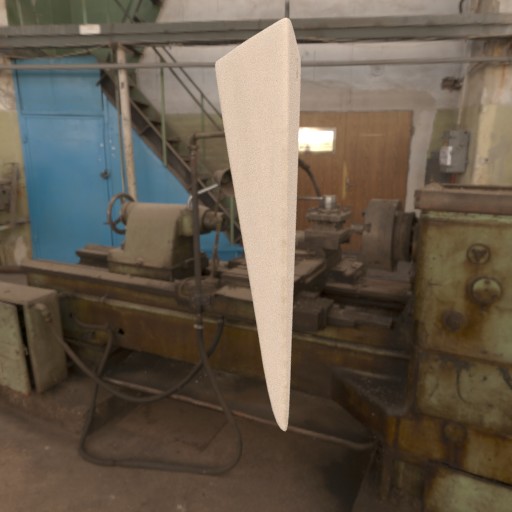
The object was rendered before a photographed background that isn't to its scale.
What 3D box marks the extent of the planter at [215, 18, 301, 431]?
[{"bbox_3d":[0.000,0.000,0.383,0.065,0.338,0.143,2,14,8],"label":"planter"}]
